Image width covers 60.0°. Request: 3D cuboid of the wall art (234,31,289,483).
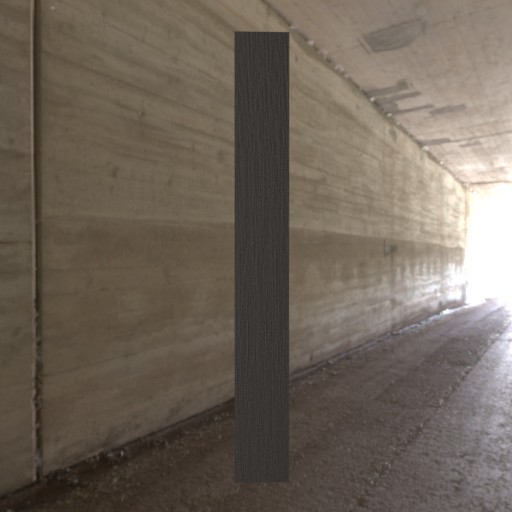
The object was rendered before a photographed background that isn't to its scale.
[{"bbox_3d":[0.000,0.000,0.446,0.036,0.300,0.302,0,1,-2],"label":"wall art"}]
